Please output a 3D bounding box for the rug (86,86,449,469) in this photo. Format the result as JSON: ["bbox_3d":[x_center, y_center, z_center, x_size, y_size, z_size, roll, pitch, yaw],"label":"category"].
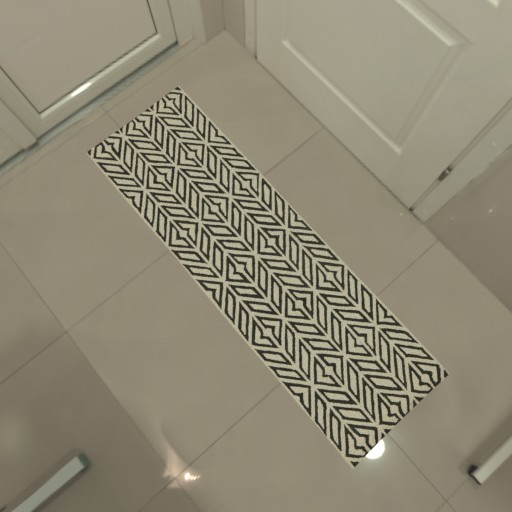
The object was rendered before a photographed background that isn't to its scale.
[{"bbox_3d":[0.000,0.000,2.641,0.750,0.009,2.435,-40,79,-10],"label":"rug"}]
